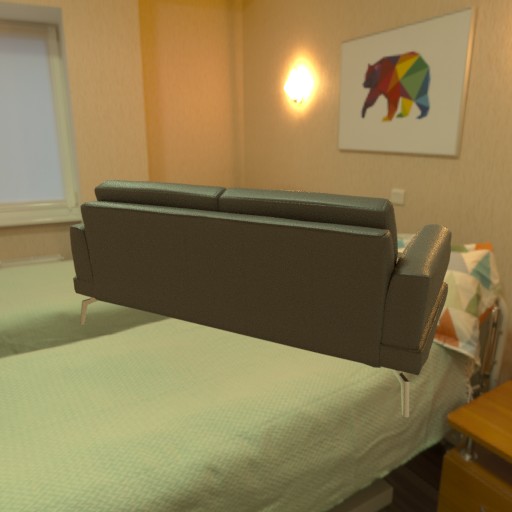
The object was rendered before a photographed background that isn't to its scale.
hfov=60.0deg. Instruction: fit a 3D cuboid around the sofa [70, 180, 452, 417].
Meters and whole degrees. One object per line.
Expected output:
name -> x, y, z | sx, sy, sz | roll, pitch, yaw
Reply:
sofa -> 0.000, 0.000, 2.751 | 2.177, 0.930, 1.121 | 8, 18, 27
